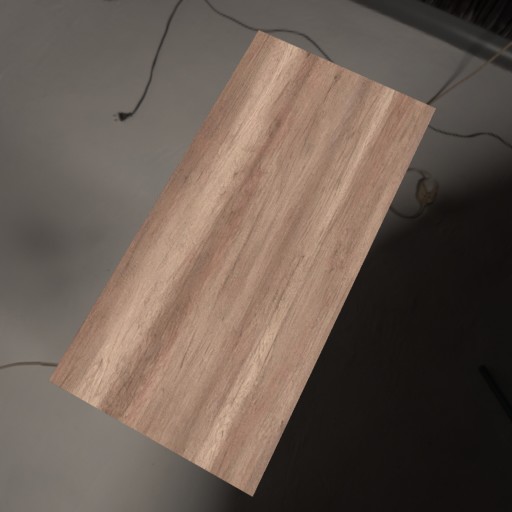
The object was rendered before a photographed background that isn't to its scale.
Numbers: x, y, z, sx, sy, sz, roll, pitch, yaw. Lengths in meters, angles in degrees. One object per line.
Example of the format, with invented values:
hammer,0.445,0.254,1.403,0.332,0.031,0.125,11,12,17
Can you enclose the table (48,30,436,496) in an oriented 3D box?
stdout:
table,0.000,0.000,2.254,0.900,0.790,1.800,27,78,6
